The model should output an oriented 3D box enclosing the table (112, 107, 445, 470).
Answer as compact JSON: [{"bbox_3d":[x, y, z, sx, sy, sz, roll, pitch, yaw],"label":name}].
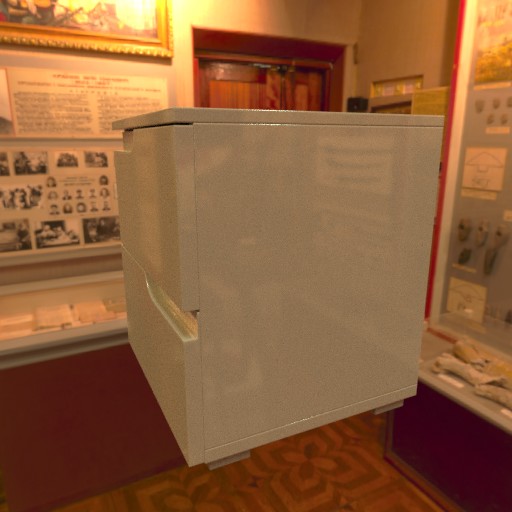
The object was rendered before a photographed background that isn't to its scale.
[{"bbox_3d":[0.000,0.000,0.795,0.400,0.470,0.420,-7,16,-25],"label":"table"}]
